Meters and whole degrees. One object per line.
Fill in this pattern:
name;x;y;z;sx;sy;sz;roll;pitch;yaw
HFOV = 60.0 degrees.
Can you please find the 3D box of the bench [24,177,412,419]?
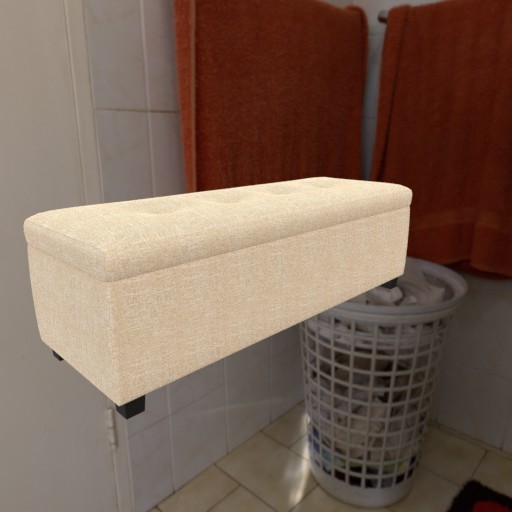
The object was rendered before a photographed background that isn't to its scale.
bench;0.000;0.000;1.409;1.219;0.406;0.432;-16;22;-43
